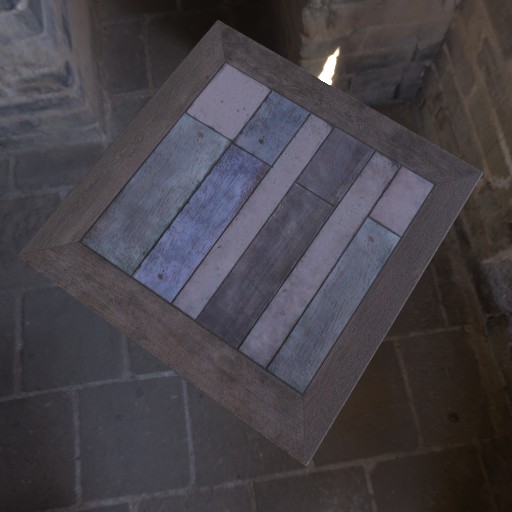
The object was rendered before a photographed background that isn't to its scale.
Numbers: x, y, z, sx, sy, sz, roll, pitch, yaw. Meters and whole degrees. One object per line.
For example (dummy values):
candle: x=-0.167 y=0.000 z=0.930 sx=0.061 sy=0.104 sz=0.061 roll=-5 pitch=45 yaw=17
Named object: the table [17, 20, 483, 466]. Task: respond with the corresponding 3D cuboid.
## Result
table: x=0.000 y=0.000 z=1.100 sx=0.610 sy=0.610 sz=0.610 roll=33 pitch=78 yaw=8
